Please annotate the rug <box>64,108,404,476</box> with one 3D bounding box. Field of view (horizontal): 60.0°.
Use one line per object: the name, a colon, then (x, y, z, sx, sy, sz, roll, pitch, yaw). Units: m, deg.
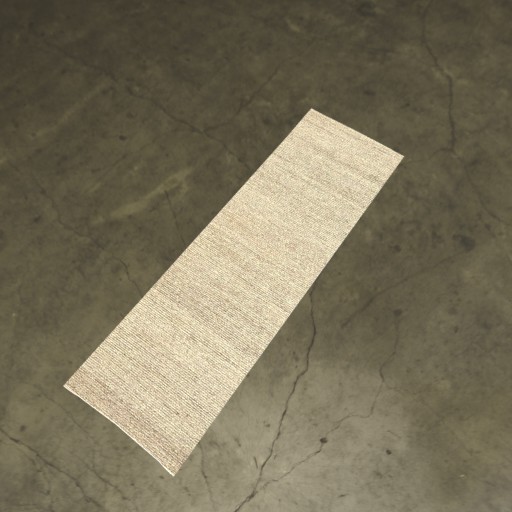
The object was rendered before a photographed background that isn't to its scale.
rug: (0.000, 0.000, 2.635, 0.741, 0.014, 2.390, 33, 68, 15)
